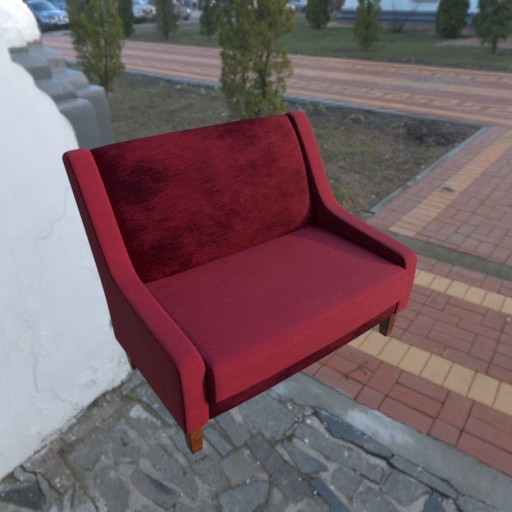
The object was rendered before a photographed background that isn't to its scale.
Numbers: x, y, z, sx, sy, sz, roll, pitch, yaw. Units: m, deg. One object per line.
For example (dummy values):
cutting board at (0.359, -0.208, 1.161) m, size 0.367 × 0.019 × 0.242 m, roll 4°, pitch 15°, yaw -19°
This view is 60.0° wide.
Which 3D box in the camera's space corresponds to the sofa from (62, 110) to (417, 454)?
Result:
sofa at (0.000, 0.000, 1.982) m, size 1.242 × 0.976 × 0.946 m, roll -21°, pitch 36°, yaw -31°
